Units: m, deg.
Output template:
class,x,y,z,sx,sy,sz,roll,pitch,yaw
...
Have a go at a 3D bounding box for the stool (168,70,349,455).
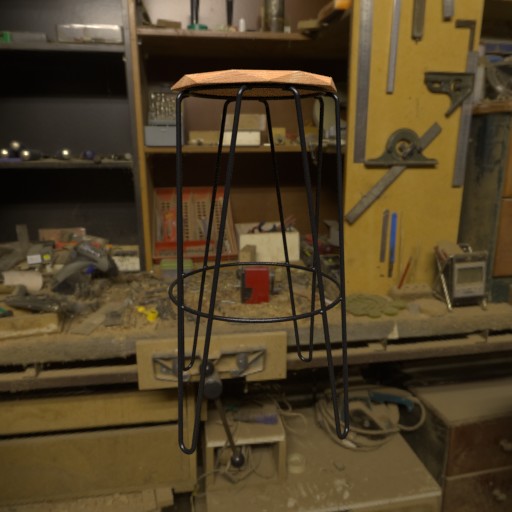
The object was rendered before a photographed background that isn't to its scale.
class,x,y,z,sx,sy,sz,roll,pitch,yaw
stool,0.000,0.000,0.821,0.326,0.610,0.326,-2,15,-7
